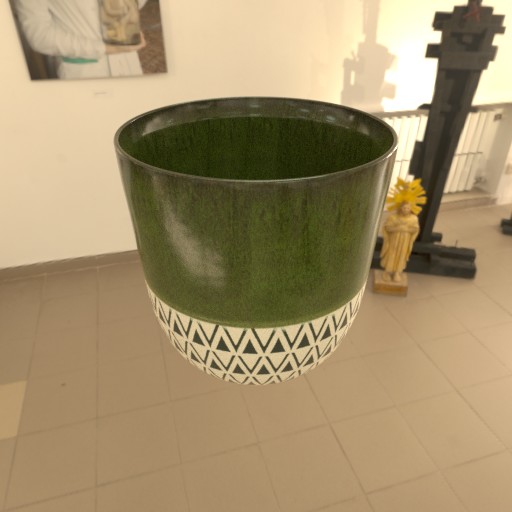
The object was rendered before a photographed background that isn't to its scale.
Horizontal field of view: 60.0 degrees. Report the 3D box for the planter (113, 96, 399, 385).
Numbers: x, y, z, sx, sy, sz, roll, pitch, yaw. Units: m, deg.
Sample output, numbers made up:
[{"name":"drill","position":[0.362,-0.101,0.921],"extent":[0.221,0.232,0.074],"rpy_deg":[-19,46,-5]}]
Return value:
[{"name":"planter","position":[0.000,0.000,0.466],"extent":[0.245,0.270,0.245],"rpy_deg":[0,32,0]}]
